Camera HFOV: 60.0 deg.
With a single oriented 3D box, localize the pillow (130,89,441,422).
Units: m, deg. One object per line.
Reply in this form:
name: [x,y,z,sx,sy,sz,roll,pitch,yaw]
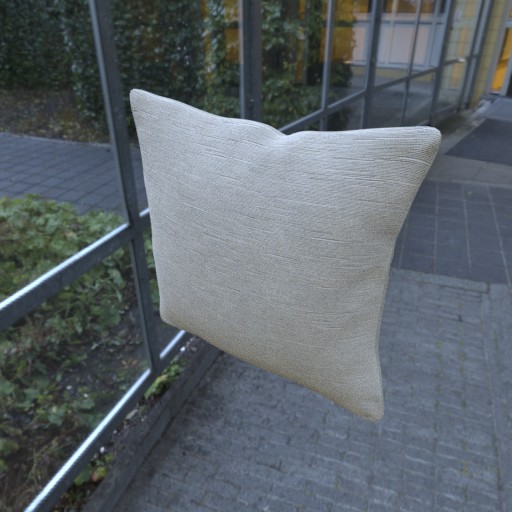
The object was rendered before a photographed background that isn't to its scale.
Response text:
pillow: [0.000,0.000,0.636,0.437,0.420,0.162,18,34,29]
